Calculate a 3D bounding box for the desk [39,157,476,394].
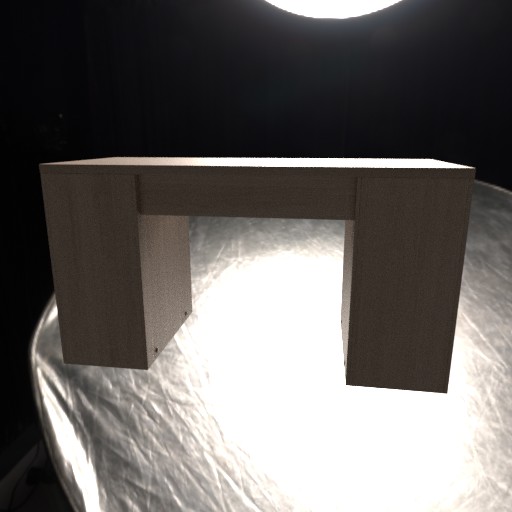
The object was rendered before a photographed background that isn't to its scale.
[{"bbox_3d":[0.000,0.000,1.769,1.390,0.740,0.600,2,15,8],"label":"desk"}]
